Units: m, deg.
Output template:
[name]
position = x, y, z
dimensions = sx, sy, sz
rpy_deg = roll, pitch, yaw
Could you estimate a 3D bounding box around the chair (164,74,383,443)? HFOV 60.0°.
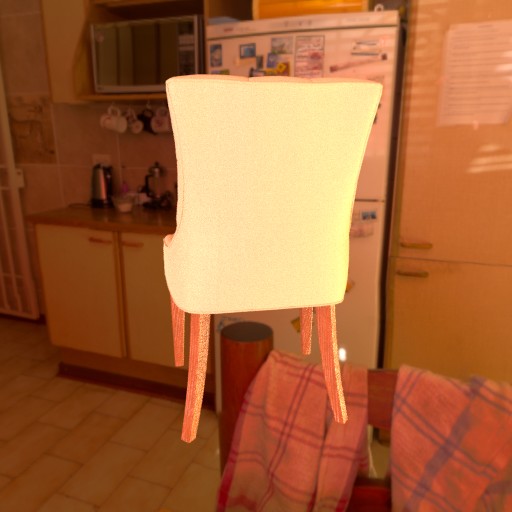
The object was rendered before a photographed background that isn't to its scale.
[chair]
position = 0.000, 0.000, 1.225
dimensions = 0.509, 0.874, 0.565
rpy_deg = -3, 16, -10
